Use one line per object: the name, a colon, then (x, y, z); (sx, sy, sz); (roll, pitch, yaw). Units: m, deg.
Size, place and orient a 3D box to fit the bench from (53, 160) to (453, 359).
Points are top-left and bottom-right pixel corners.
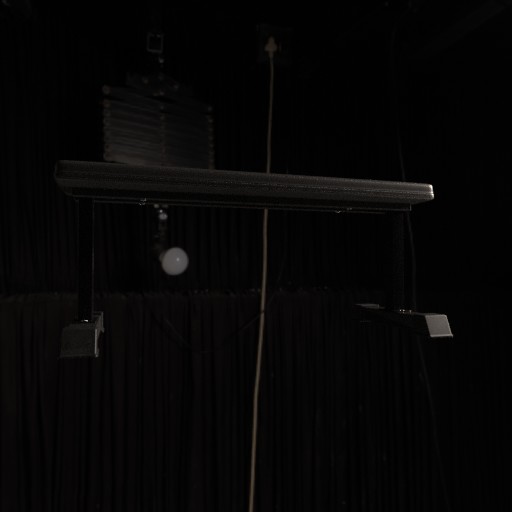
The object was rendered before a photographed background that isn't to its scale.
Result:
bench: (0.000, 0.000, 1.298); (1.072, 0.453, 0.439); (0, -1, -17)
